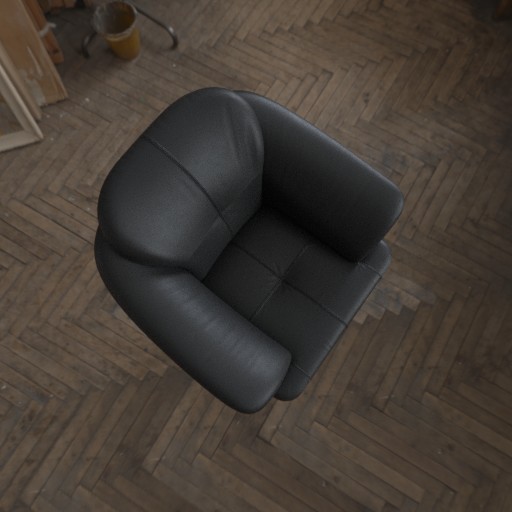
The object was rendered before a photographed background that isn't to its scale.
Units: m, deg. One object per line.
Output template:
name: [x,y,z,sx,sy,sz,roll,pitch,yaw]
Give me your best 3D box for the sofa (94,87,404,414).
sofa: [0.000,0.000,1.522,0.794,0.811,0.870,36,78,9]
